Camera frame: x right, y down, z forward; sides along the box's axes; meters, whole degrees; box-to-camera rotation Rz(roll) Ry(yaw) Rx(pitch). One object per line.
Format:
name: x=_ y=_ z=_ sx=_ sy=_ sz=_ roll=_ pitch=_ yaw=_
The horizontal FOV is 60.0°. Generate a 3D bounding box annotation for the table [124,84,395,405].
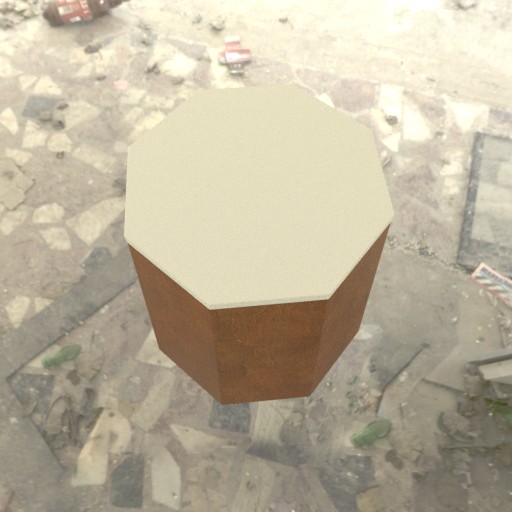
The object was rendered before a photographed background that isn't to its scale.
table: x=0.000 y=0.000 z=0.795 sx=0.439 sy=0.457 sz=0.439 roll=35 pitch=69 yaw=16
